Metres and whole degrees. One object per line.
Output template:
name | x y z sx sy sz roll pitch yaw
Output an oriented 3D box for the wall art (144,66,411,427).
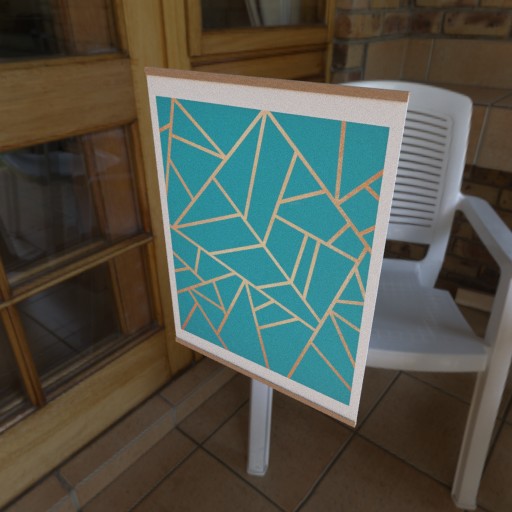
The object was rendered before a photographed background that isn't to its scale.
wall art | 0.000 0.000 1.347 0.758 1.016 0.013 18 34 28
